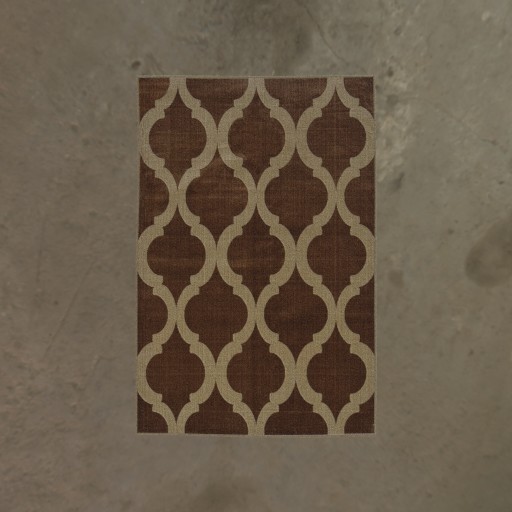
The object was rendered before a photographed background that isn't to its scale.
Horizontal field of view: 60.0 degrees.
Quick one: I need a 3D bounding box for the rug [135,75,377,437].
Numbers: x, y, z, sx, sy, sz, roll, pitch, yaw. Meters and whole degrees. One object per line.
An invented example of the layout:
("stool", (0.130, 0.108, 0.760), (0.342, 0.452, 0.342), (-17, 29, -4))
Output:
("rug", (0.000, 0.000, 2.805), (1.526, 0.014, 2.290), (0, 90, 0))
